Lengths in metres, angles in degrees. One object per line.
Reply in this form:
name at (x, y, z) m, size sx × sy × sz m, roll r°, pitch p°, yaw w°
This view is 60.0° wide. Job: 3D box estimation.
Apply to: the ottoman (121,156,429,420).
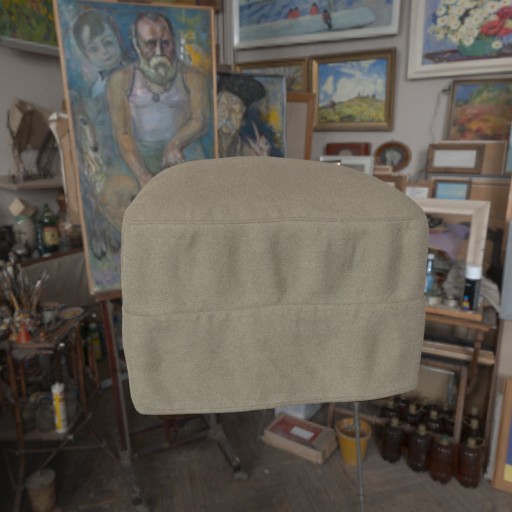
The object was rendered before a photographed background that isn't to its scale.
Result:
ottoman at (0.000, 0.000, 1.095) m, size 0.584 × 0.480 × 0.712 m, roll -2°, pitch 15°, yaw -8°
